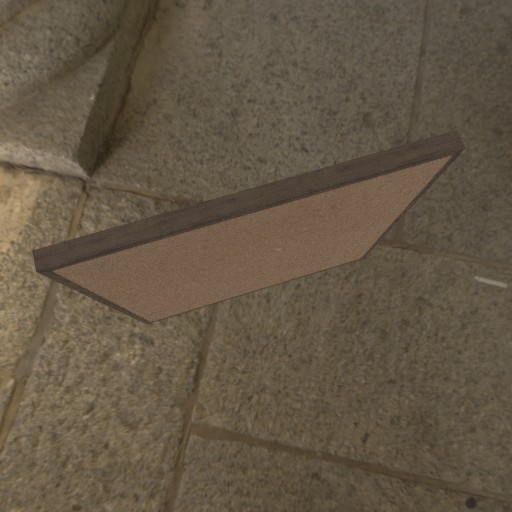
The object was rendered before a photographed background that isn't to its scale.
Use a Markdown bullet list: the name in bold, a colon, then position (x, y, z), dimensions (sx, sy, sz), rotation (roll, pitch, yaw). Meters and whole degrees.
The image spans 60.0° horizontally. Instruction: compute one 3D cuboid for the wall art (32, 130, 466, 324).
- **wall art**: position (0.000, 0.000, 1.124), dimensions (0.762, 0.762, 0.038), rotation (-17, 75, -4)
